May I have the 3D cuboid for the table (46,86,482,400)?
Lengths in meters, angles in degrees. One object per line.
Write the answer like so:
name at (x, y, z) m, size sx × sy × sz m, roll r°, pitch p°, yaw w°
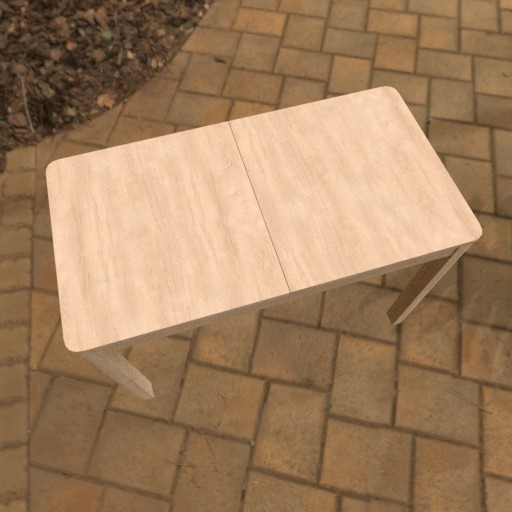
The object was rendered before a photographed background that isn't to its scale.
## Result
table at (0.000, 0.000, 1.960) m, size 1.400 × 0.900 × 0.750 m, roll -15°, pitch 64°, yaw -8°
